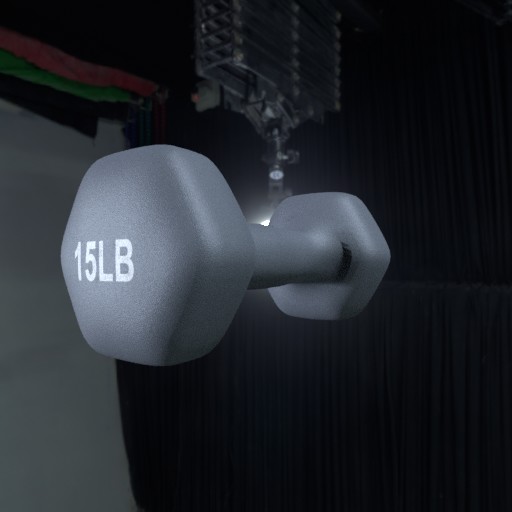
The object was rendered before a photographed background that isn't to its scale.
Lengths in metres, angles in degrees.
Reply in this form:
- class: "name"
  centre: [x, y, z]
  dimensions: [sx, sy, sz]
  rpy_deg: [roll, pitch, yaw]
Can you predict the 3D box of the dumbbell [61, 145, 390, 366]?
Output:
- class: "dumbbell"
  centre: [0.000, 0.000, 0.300]
  dimensions: [0.116, 0.105, 0.240]
  rpy_deg: [0, 0, 37]
